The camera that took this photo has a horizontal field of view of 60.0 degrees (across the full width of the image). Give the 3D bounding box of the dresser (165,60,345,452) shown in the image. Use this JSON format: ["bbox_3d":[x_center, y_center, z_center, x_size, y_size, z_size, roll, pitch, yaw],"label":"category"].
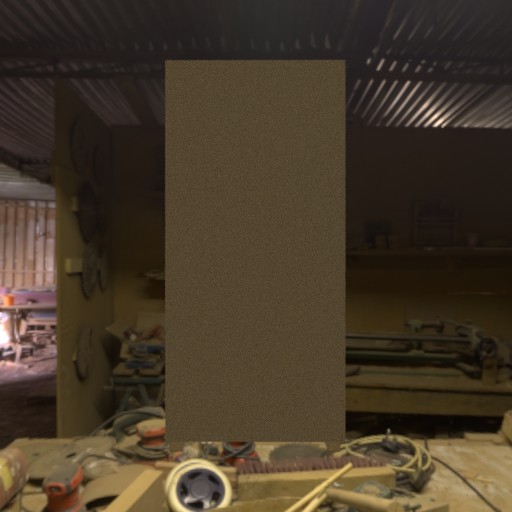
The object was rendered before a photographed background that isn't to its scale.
[{"bbox_3d":[0.000,0.000,1.678,0.460,1.000,1.100,0,0,0],"label":"dresser"}]
